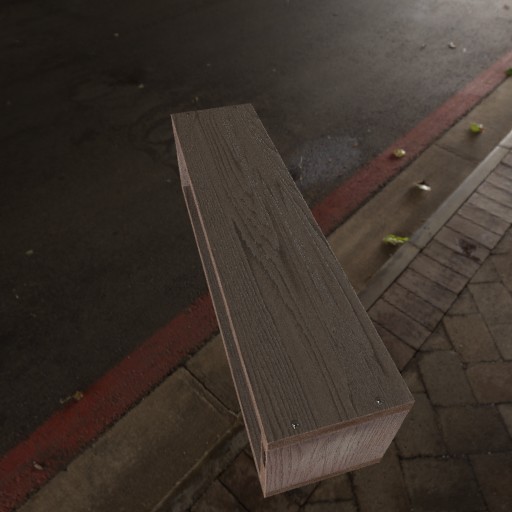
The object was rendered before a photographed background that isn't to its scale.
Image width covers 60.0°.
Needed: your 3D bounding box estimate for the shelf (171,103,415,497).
[{"bbox_3d":[0.000,0.000,0.679,0.150,0.170,0.610,-12,48,-11],"label":"shelf"}]
